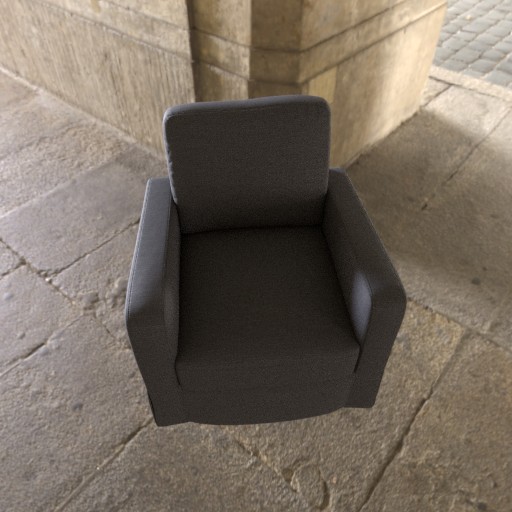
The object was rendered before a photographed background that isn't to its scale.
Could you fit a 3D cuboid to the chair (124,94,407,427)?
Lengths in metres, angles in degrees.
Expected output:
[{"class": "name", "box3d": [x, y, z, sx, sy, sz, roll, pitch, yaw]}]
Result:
[{"class": "chair", "box3d": [0.000, 0.000, 1.563, 0.798, 0.855, 0.863, -4, 47, -4]}]
